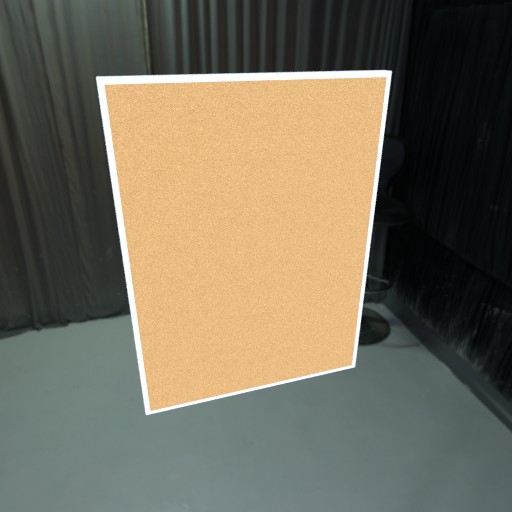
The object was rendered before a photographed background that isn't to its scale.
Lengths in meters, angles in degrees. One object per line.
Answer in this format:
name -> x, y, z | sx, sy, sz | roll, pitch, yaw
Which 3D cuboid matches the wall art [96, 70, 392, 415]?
wall art -> 0.000, 0.000, 1.600 | 0.914, 1.221, 0.046 | -8, 27, -16
